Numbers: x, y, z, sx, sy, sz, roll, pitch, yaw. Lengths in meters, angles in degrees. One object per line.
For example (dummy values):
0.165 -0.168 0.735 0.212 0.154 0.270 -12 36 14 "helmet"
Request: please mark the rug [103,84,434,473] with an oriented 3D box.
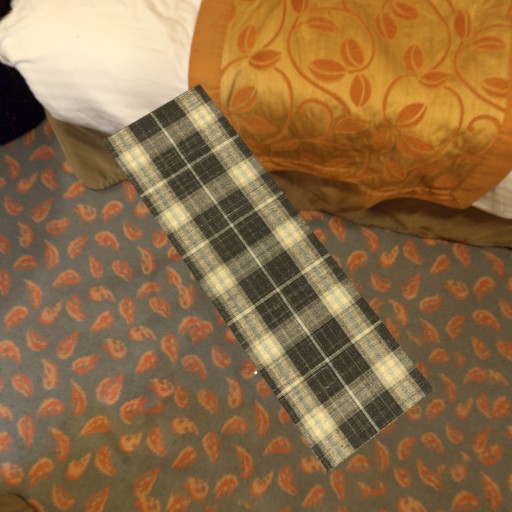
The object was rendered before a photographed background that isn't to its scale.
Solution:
0.000 0.000 2.704 0.760 0.012 2.434 -34 78 -8 "rug"
